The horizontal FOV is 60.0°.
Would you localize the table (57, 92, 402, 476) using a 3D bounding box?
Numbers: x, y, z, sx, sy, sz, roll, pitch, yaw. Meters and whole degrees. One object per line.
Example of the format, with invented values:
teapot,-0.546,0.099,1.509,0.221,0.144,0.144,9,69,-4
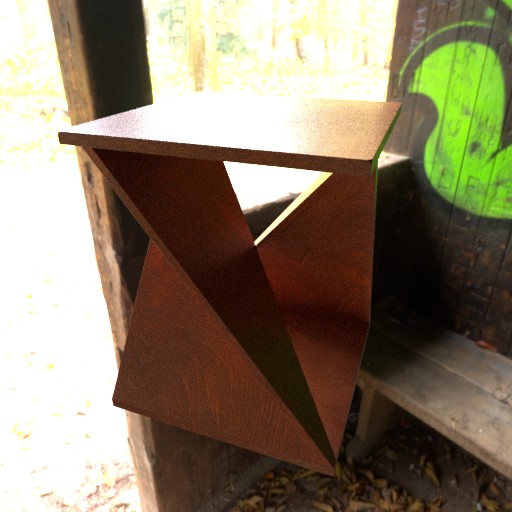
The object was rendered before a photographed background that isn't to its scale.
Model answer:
table,0.000,0.000,0.842,0.427,0.520,0.427,10,29,18
